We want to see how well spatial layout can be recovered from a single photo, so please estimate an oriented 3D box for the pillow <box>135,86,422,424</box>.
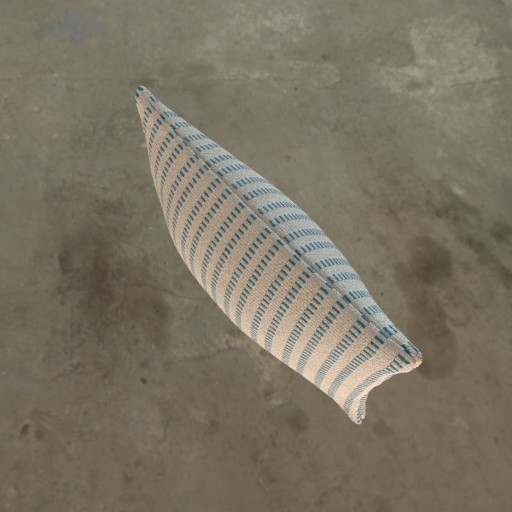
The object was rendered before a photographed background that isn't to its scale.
[{"bbox_3d":[0.000,0.000,0.797,0.210,0.353,0.640,-35,66,-19],"label":"pillow"}]
